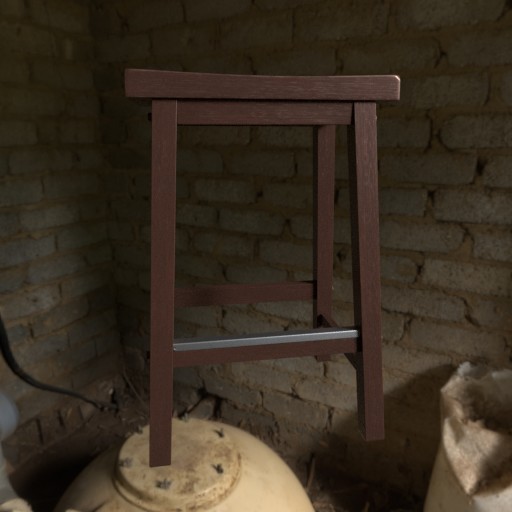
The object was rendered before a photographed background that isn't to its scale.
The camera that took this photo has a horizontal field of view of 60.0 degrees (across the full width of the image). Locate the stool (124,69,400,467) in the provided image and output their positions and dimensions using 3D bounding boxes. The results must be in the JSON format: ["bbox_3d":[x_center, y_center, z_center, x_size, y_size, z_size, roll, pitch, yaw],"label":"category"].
[{"bbox_3d":[0.000,0.000,0.823,0.406,0.610,0.322,-3,16,-9],"label":"stool"}]
